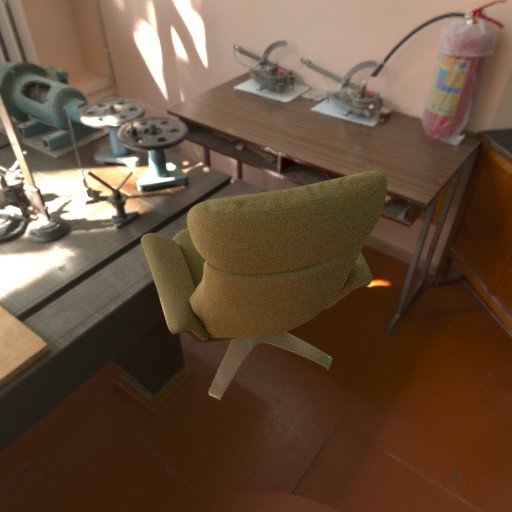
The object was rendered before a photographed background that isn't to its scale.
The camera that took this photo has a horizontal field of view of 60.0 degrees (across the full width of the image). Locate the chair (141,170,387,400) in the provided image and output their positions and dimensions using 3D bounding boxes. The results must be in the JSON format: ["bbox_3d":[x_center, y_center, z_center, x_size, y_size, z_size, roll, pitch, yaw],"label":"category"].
[{"bbox_3d":[0.000,0.000,1.646,0.785,0.995,0.837,-12,42,-14],"label":"chair"}]
